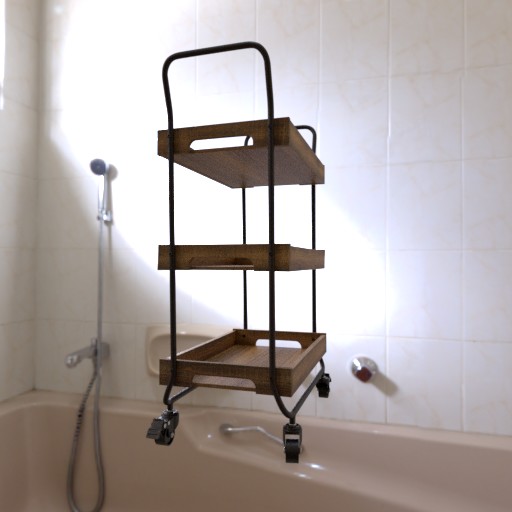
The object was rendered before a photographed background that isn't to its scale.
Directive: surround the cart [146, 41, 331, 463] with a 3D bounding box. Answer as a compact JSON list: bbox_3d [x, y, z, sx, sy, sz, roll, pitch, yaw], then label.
[{"bbox_3d":[0.000,0.000,1.182,0.339,0.857,0.583,0,-1,17],"label":"cart"}]
